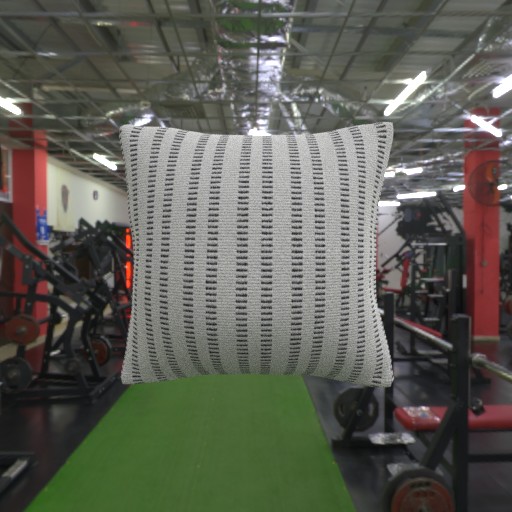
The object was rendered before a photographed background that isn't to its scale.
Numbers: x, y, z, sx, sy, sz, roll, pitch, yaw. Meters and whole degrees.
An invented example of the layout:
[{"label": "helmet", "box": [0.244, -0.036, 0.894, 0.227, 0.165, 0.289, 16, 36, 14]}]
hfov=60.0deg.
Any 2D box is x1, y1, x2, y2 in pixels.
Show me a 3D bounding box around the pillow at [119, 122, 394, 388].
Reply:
[{"label": "pillow", "box": [0.000, 0.000, 0.705, 0.438, 0.419, 0.247, 0, 1, 2]}]
